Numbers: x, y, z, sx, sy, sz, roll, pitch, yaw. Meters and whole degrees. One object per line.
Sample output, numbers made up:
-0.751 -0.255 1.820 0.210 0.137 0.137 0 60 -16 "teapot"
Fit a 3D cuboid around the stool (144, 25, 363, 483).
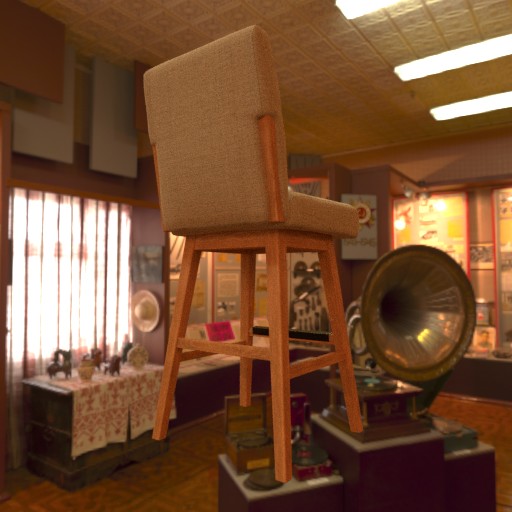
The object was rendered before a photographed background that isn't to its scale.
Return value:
0.000 0.000 1.379 0.483 1.106 0.569 -2 -3 37 "stool"
